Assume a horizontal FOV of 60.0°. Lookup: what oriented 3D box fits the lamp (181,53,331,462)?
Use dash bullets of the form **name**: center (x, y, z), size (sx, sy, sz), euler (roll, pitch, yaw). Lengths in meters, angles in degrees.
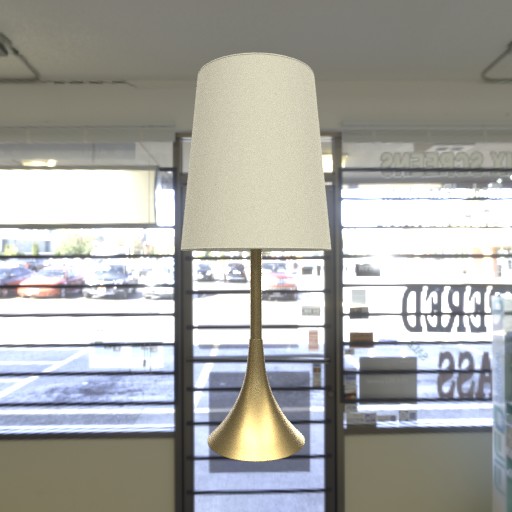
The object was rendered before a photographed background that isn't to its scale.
- **lamp**: center (0.000, 0.000, 0.689), size (0.231, 0.569, 0.231), euler (0, 0, 0)
